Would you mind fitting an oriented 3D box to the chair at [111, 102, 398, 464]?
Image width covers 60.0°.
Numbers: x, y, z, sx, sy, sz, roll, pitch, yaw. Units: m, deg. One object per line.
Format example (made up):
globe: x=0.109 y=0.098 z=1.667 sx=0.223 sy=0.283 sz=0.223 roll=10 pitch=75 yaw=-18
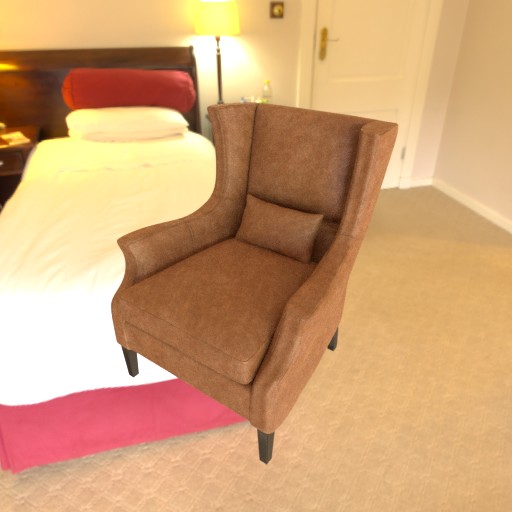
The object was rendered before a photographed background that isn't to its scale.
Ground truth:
chair: x=0.000 y=0.000 z=1.757 sx=0.853 sy=1.016 sz=0.926 roll=20 pitch=35 yaw=31
